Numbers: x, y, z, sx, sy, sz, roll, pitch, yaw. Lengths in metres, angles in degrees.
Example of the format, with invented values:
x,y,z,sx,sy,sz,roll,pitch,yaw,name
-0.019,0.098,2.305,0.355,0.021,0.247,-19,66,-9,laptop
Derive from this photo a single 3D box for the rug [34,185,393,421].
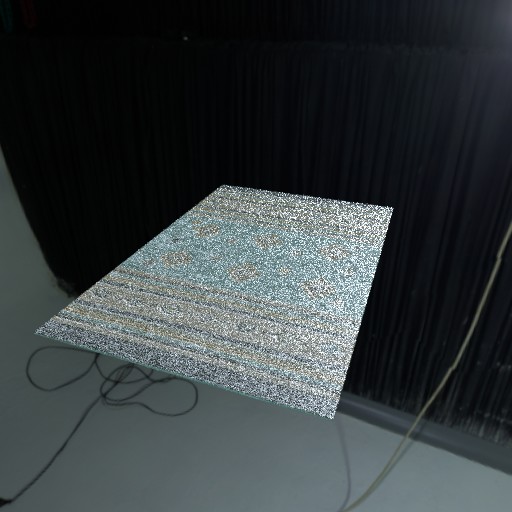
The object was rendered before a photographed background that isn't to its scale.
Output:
x,y,z,sx,sy,sz,roll,pitch,yaw,name
0.000,0.000,2.324,1.212,0.010,1.811,11,31,18,rug
